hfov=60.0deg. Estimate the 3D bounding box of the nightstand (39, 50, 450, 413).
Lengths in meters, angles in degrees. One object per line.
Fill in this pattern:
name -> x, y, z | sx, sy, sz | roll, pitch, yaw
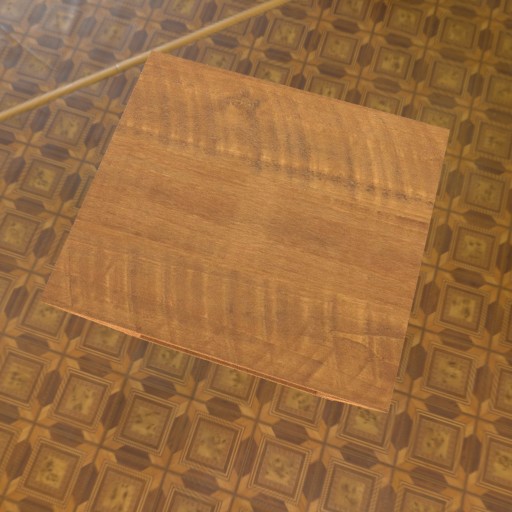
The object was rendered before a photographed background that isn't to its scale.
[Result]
nightstand -> 0.000, 0.000, 0.880 | 0.493, 0.491, 0.436 | 17, 75, 5
